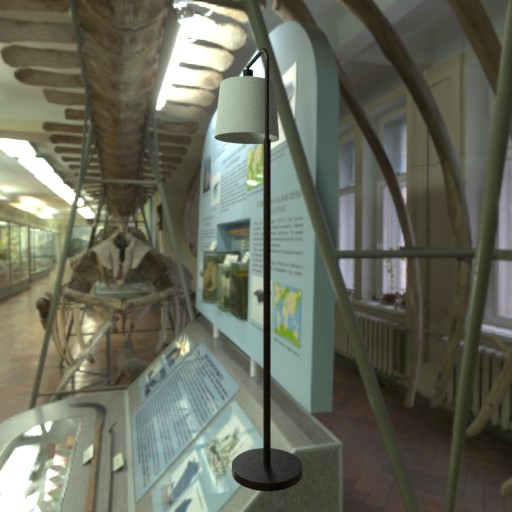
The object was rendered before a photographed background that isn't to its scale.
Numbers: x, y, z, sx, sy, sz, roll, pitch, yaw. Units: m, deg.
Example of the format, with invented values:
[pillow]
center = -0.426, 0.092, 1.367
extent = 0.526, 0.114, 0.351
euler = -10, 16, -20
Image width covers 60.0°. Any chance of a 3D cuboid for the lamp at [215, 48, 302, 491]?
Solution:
[lamp]
center = 0.000, 0.000, 1.633
extent = 0.254, 1.478, 0.508
euler = 0, 1, -17
